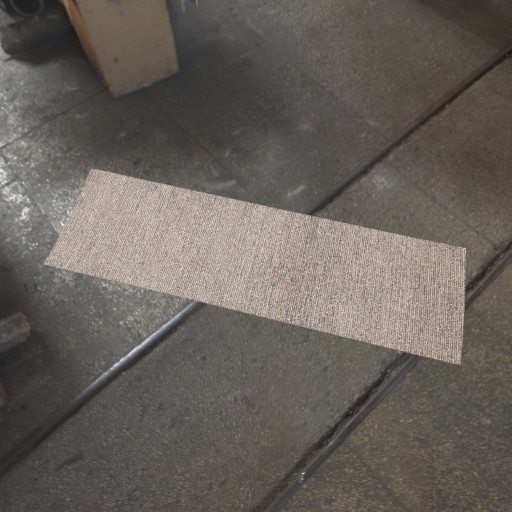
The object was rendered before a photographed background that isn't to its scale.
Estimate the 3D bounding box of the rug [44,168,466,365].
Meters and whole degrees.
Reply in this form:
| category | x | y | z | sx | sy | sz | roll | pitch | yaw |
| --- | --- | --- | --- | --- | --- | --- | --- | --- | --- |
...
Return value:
| category | x | y | z | sx | sy | sz | roll | pitch | yaw |
| --- | --- | --- | --- | --- | --- | --- | --- | --- | --- |
| rug | 0.000 | 0.000 | 2.535 | 2.335 | 0.013 | 0.697 | 13 | 64 | 6 |
